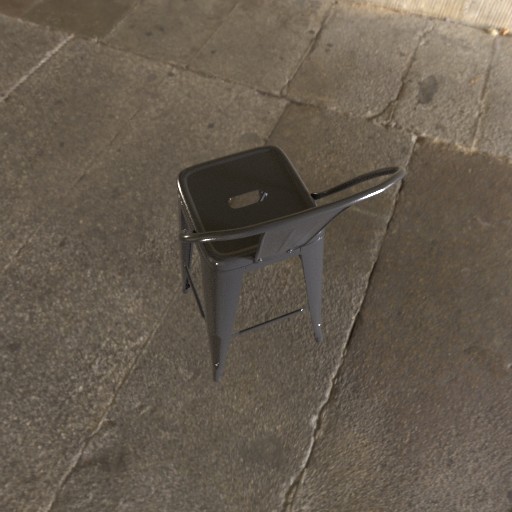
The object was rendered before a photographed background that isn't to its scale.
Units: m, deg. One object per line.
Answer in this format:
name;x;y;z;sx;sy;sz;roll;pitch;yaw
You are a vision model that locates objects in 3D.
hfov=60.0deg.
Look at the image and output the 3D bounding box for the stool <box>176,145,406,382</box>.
stool;0.000;0.000;1.252;0.432;1.022;0.528;-19;59;-11
